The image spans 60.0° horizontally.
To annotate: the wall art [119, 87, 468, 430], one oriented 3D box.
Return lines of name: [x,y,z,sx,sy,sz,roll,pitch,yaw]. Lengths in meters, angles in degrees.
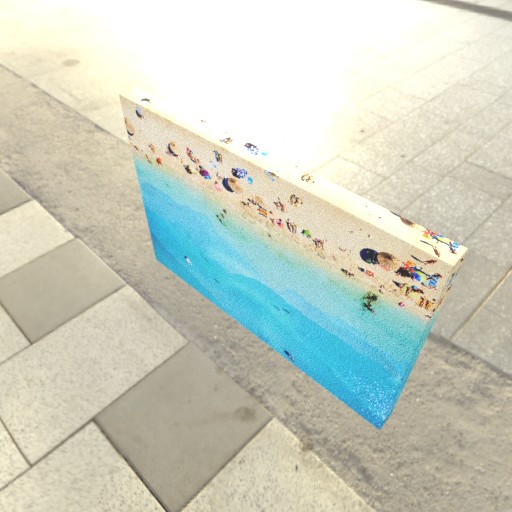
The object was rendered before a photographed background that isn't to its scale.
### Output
wall art: [0.000,0.000,1.133,0.894,0.595,0.057,33,54,29]
